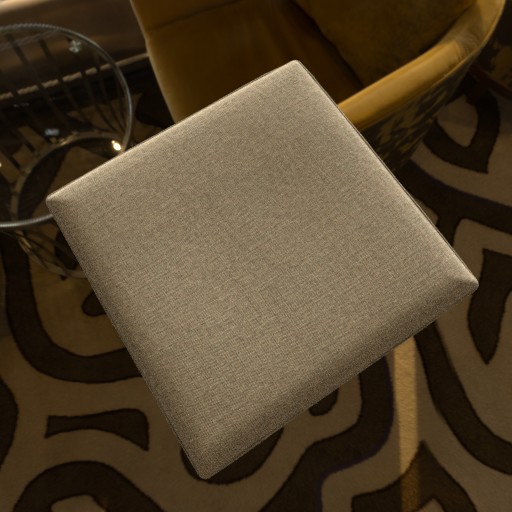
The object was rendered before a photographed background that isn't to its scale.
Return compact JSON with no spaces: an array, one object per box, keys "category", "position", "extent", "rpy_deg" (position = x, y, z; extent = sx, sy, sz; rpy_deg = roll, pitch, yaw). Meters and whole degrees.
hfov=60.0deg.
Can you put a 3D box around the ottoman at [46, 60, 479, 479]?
[{"category":"ottoman","position":[0.000,0.000,1.555],"extent":[1.023,0.423,1.017],"rpy_deg":[-32,76,-9]}]
